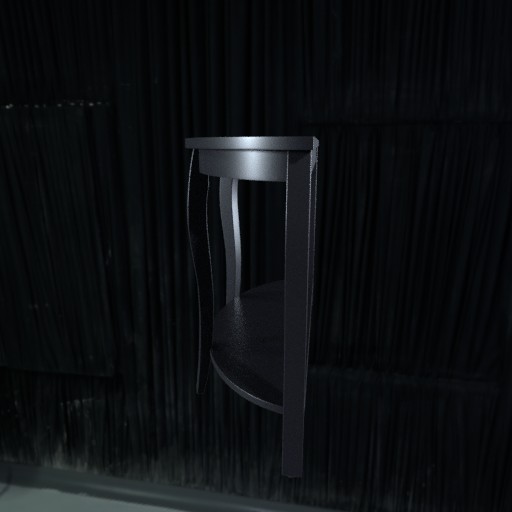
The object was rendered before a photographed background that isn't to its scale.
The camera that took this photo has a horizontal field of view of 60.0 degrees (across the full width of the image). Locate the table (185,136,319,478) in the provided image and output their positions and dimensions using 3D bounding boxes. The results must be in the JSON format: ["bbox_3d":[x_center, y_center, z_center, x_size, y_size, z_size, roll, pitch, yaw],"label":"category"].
[{"bbox_3d":[0.000,0.000,1.531,0.394,0.780,1.219,2,14,8],"label":"table"}]
